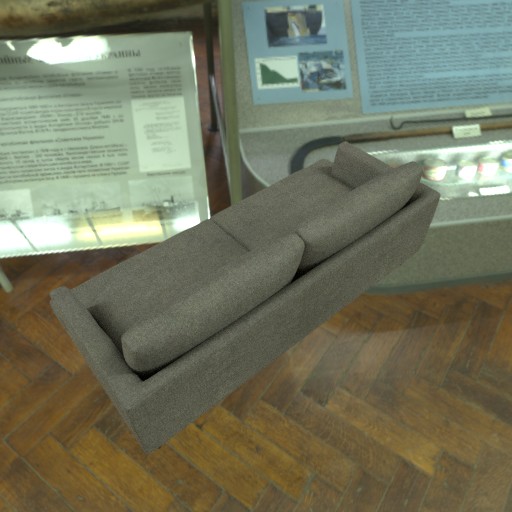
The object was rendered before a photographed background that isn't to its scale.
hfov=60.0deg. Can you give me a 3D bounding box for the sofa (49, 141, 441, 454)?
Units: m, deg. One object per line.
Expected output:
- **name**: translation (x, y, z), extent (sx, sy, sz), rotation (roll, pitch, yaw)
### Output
- **sofa**: translation (0.000, 0.000, 2.735), extent (2.250, 0.868, 1.020), rotation (-31, 53, -27)
